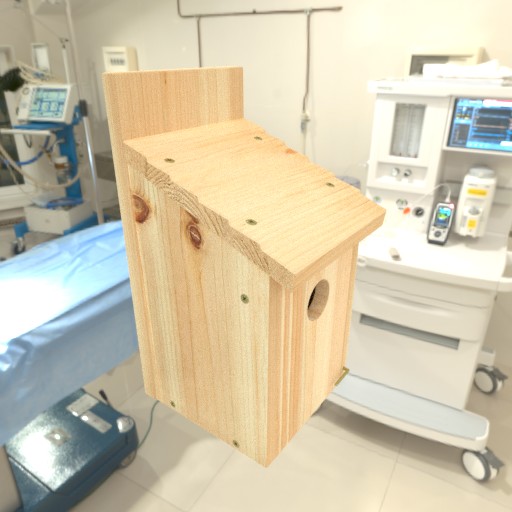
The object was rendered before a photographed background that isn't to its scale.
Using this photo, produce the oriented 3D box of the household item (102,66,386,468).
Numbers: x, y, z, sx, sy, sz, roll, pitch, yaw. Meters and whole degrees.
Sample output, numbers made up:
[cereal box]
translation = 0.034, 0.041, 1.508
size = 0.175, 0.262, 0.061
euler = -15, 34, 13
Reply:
[household item]
translation = 0.000, 0.000, 0.391
size = 0.171, 0.300, 0.149
euler = 18, 30, 33
